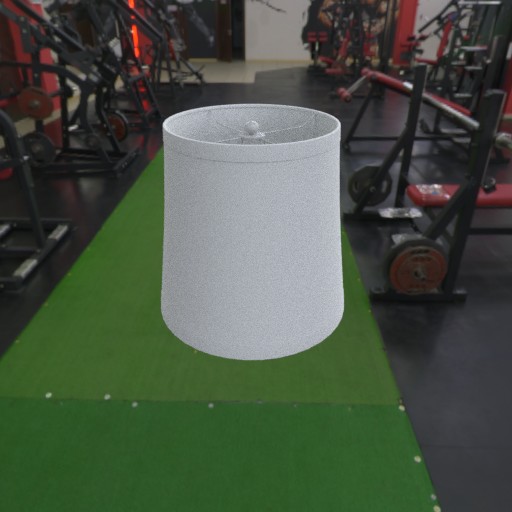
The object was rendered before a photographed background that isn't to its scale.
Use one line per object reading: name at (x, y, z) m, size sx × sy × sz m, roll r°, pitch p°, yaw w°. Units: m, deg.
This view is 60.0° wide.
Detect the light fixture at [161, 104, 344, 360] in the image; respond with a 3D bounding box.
light fixture at (0.000, 0.000, 0.266) m, size 0.100 × 0.172 × 0.157 m, roll 2°, pitch 30°, yaw 3°
